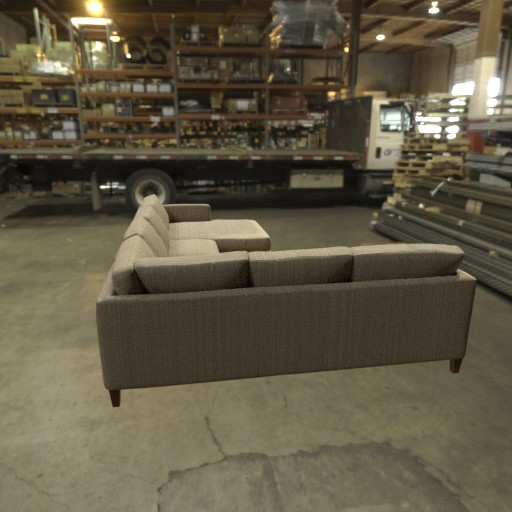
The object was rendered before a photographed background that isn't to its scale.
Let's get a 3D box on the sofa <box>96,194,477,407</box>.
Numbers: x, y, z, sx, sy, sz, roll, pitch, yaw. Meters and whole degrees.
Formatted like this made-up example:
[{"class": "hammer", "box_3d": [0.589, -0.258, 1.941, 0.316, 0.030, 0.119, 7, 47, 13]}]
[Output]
[{"class": "sofa", "box_3d": [0.000, 0.000, 4.555, 2.594, 0.961, 3.460, -3, 16, -9]}]
